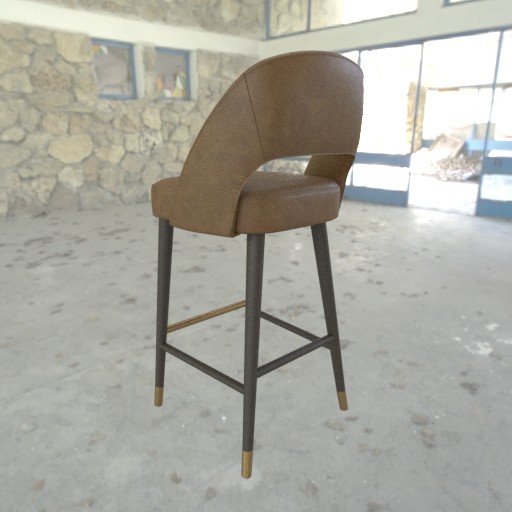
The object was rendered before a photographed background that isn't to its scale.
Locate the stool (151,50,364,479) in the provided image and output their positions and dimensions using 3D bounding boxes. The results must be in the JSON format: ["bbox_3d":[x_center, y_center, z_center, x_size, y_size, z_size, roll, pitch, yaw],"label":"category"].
[{"bbox_3d":[0.000,0.000,1.292,0.494,1.037,0.509,-14,21,-41],"label":"stool"}]
